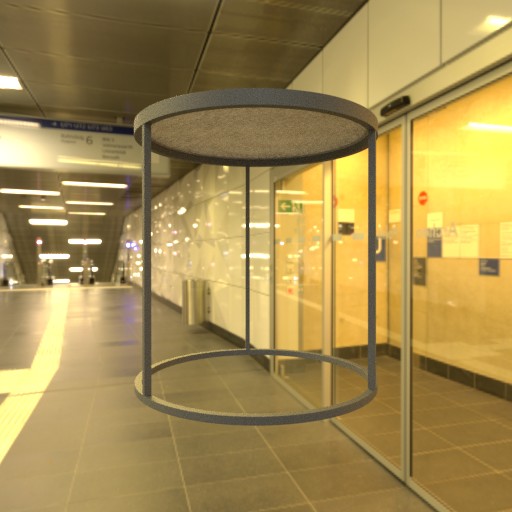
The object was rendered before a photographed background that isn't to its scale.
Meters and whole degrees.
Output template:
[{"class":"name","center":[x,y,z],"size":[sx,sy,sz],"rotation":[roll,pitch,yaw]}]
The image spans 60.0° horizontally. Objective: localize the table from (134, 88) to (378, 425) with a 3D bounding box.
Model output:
[{"class":"table","center":[0.000,0.000,0.887],"size":[0.470,0.498,0.470],"rotation":[0,0,0]}]
